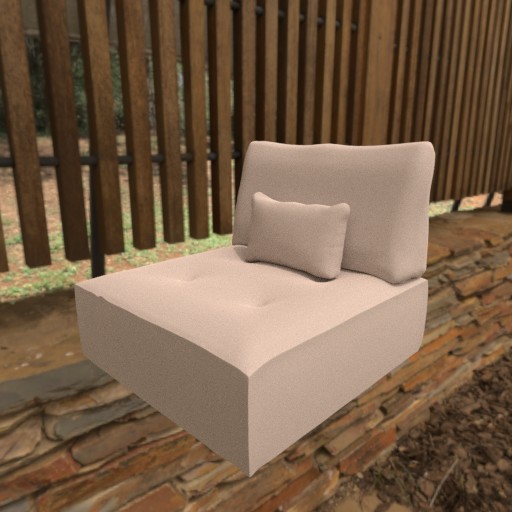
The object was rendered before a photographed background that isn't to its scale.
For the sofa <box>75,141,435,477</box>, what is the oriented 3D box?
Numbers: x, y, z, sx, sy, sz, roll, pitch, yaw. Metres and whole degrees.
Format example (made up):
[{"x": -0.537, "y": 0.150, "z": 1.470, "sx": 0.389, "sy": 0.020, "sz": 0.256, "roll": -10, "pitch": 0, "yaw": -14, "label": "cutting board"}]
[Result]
[{"x": 0.000, "y": 0.000, "z": 1.658, "sx": 0.935, "sy": 0.828, "sz": 1.000, "roll": 14, "pitch": 20, "yaw": 43, "label": "sofa"}]
